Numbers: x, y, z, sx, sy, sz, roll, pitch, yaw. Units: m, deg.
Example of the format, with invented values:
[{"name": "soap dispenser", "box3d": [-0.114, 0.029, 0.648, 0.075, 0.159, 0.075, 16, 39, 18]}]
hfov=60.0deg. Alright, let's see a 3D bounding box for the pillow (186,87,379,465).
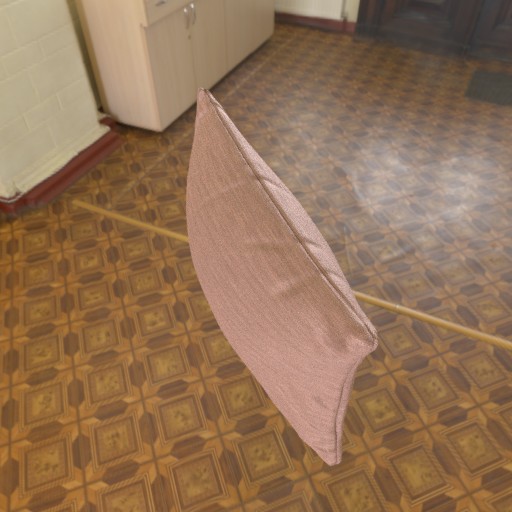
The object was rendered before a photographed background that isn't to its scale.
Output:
[{"name": "pillow", "box3d": [0.000, 0.000, 0.769, 0.210, 0.338, 0.633, -15, 47, -15]}]
